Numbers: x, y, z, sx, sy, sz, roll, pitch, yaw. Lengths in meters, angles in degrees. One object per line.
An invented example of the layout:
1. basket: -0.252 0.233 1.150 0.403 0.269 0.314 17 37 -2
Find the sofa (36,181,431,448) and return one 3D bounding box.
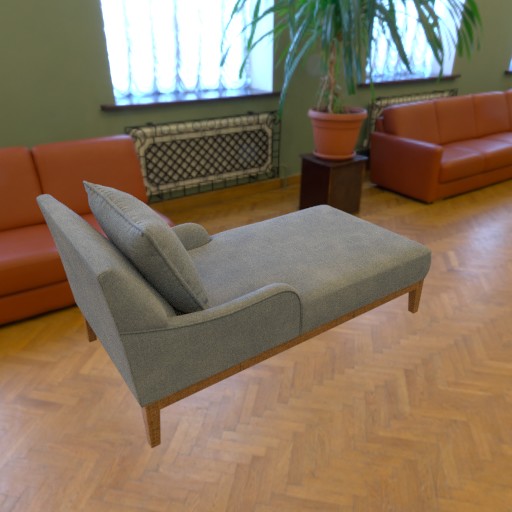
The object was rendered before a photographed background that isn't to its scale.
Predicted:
1. sofa: 0.000 0.000 2.274 1.779 0.883 0.904 -18 32 -31
